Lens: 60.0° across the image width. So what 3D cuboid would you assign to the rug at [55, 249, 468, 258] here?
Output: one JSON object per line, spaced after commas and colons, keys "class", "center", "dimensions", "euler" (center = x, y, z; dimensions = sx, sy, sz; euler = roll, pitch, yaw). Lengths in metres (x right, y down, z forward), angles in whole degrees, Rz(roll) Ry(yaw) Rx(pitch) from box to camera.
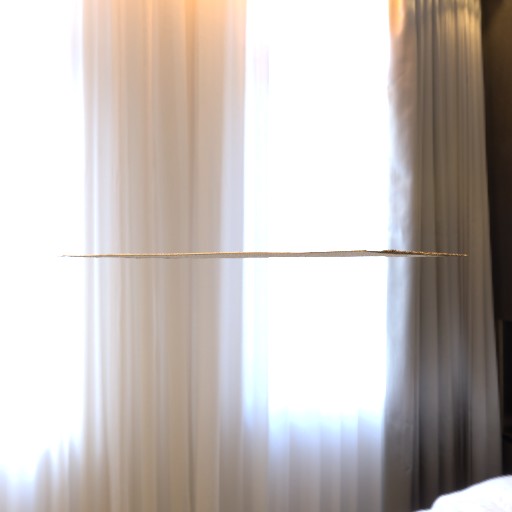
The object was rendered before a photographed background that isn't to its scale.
{"class": "rug", "center": [0.000, 0.000, 2.370], "dimensions": [1.861, 0.017, 1.218], "euler": [-1, -1, 36]}
